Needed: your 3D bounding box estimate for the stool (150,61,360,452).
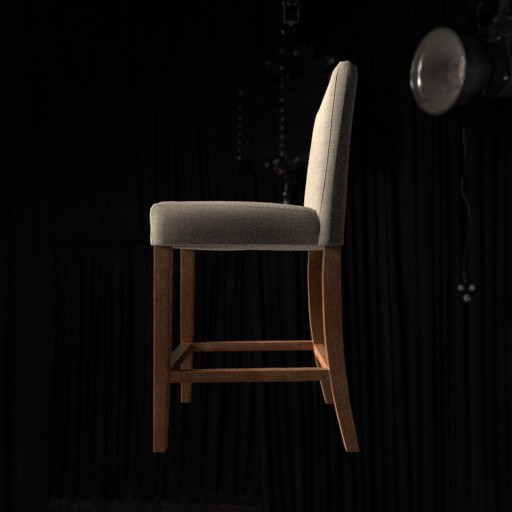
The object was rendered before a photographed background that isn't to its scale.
[{"bbox_3d":[0.000,0.000,1.379,0.567,1.039,0.454,0,0,1],"label":"stool"}]
